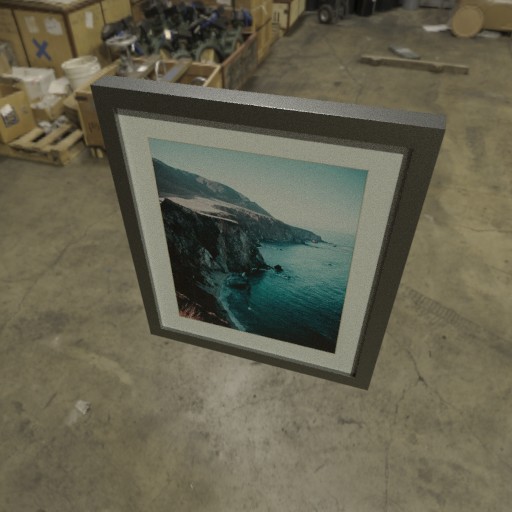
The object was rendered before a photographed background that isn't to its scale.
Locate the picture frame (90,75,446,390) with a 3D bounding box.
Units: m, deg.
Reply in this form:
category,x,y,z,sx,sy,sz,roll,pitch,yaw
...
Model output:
category,x,y,z,sx,sy,sz,roll,pitch,yaw
picture frame,0.000,0.000,1.346,0.839,0.968,0.073,12,42,13
